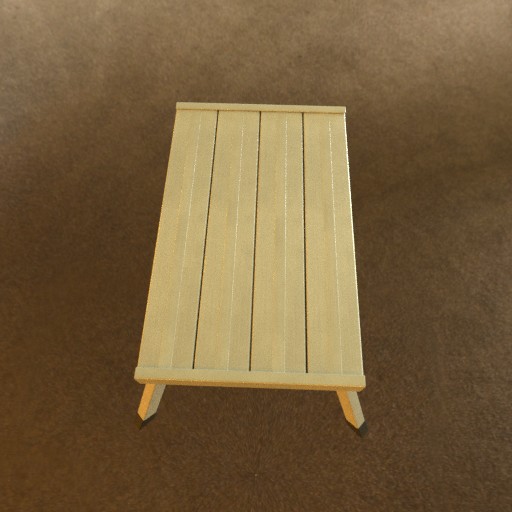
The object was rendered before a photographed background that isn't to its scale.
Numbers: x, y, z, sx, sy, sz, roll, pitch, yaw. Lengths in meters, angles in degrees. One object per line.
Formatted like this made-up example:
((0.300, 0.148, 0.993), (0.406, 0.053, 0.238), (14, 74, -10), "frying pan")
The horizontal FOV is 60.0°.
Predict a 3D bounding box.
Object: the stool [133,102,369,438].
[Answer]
((0.000, 0.000, 0.738), (0.385, 0.225, 0.535), (2, 64, 1), "stool")
